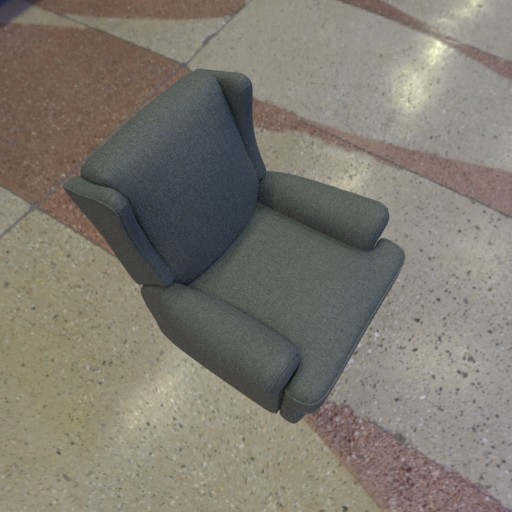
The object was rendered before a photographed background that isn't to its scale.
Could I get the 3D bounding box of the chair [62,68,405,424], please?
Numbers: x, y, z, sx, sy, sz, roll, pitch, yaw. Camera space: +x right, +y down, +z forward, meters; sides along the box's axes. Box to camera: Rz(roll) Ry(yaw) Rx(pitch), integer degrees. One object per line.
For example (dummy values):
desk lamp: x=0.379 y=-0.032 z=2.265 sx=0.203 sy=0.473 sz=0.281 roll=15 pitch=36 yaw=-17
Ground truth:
chair: x=0.000 y=0.000 z=1.684 sx=0.969 sy=1.011 sz=0.847 roll=30 pitch=64 yaw=17
